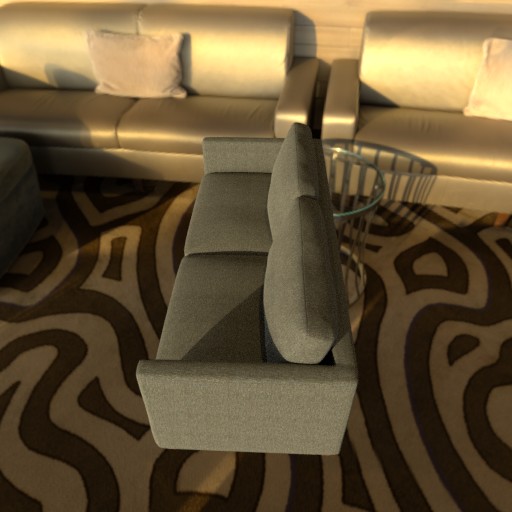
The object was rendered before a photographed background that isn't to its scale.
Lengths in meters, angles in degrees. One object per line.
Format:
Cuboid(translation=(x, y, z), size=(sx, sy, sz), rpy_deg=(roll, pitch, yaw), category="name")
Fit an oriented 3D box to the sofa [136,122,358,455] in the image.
Cuboid(translation=(0.000, 0.000, 2.802), size=(0.948, 0.965, 2.208), rpy_deg=(1, 41, 2), category="sofa")
